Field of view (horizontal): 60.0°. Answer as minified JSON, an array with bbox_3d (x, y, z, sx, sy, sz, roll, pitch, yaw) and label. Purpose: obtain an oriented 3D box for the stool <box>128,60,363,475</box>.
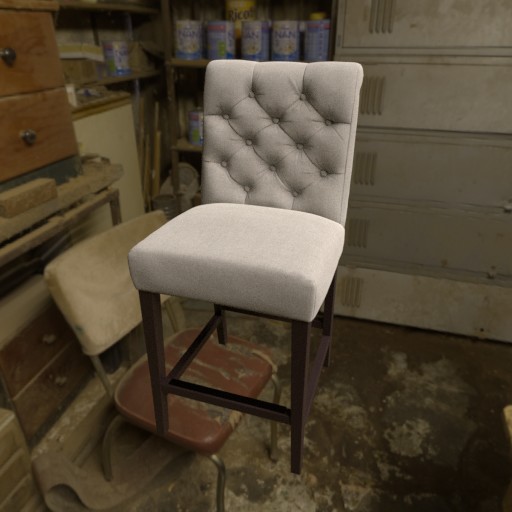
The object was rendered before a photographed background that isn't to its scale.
[{"bbox_3d":[0.000,0.000,1.318,0.493,1.040,0.601,9,28,17],"label":"stool"}]
